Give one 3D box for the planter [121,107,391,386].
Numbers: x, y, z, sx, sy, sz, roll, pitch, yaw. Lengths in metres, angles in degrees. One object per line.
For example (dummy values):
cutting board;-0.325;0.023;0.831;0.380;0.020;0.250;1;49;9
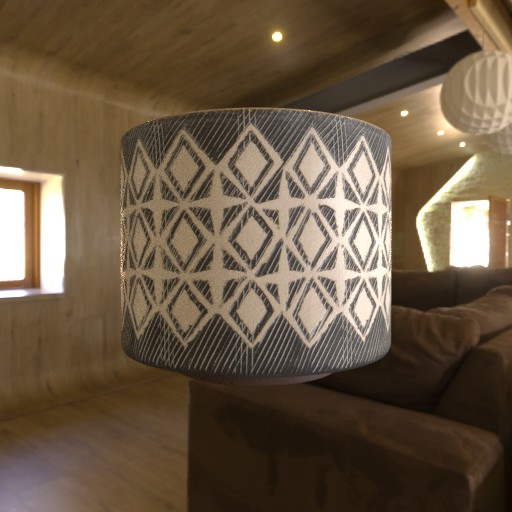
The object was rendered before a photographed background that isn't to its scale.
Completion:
planter;0.000;0.000;0.217;0.126;0.104;0.126;0;0;0
